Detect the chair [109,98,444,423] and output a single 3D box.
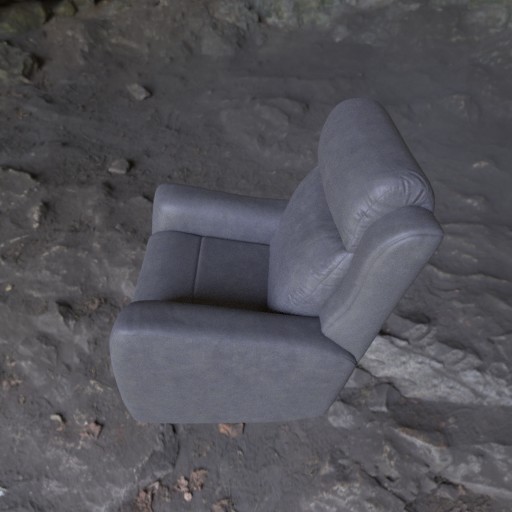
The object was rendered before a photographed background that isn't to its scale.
[{"bbox_3d":[0.000,0.000,1.835,1.068,1.116,0.967,0,40,0],"label":"chair"}]
